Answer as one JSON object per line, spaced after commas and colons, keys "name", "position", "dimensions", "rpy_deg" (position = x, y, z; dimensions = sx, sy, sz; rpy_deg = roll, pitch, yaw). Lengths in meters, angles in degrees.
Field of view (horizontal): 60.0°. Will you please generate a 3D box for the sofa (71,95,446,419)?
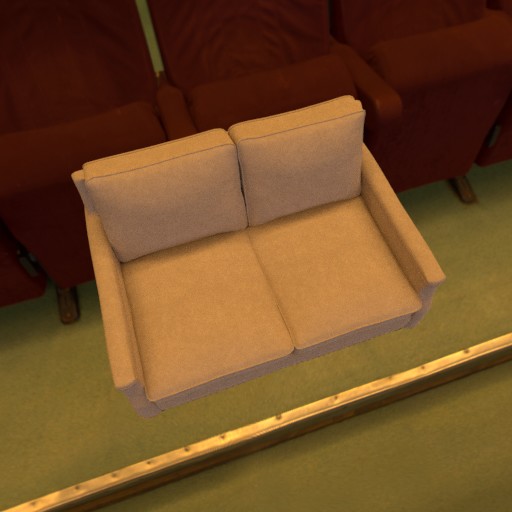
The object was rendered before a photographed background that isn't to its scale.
{"name": "sofa", "position": [0.000, 0.000, 2.293], "dimensions": [1.597, 1.002, 1.084], "rpy_deg": [-17, 64, -9]}
